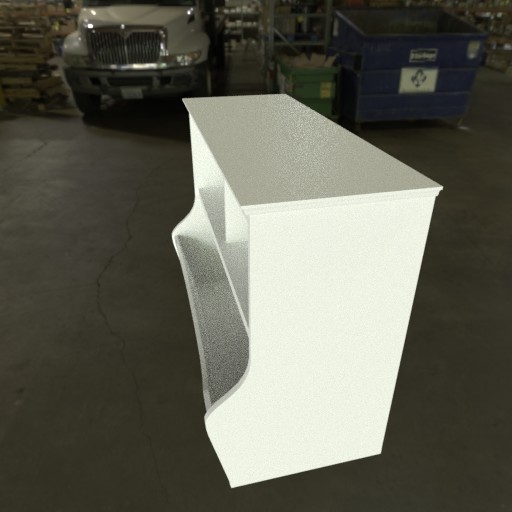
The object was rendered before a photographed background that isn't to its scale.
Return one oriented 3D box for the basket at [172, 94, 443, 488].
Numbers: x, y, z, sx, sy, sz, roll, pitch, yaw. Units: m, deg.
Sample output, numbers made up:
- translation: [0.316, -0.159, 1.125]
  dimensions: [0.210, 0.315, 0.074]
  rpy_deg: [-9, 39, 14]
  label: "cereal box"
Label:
- translation: [0.000, 0.000, 1.106]
  dimensions: [0.376, 0.625, 0.792]
  rpy_deg: [-7, 30, -12]
  label: "basket"
